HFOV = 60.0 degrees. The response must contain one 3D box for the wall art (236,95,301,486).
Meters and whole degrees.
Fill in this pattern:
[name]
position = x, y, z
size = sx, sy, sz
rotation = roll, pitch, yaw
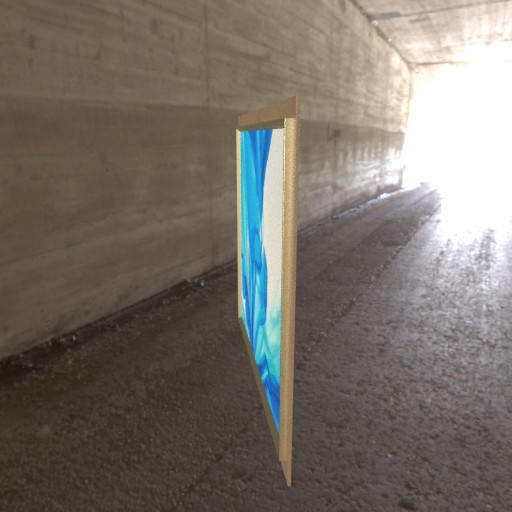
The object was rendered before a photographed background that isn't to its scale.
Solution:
[wall art]
position = 0.000, 0.000, 1.699
size = 0.025, 1.067, 1.168
rotation = -2, 15, -8
